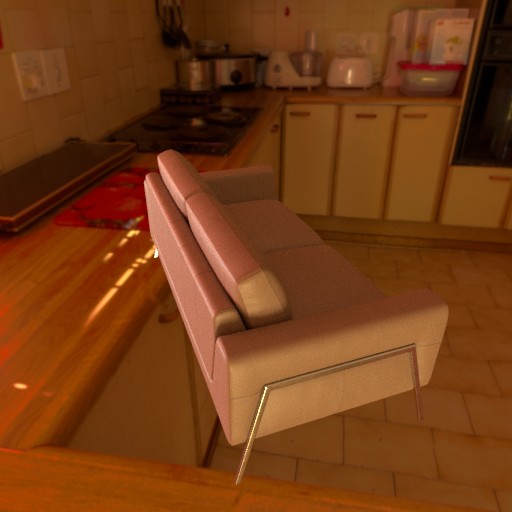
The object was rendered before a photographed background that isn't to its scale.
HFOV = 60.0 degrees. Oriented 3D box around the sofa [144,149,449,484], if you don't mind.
[{"bbox_3d":[0.000,0.000,2.537,0.953,0.875,2.017,-10,31,-18],"label":"sofa"}]
